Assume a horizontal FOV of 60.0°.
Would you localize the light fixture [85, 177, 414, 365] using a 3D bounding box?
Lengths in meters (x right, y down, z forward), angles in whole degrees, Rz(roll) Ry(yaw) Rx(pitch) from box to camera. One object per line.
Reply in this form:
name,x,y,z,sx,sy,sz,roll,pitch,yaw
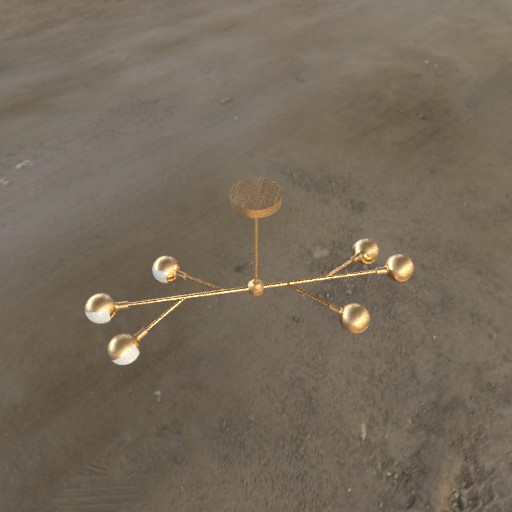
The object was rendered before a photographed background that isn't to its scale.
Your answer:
light fixture,0.000,0.000,0.997,0.778,0.362,0.434,4,47,4
